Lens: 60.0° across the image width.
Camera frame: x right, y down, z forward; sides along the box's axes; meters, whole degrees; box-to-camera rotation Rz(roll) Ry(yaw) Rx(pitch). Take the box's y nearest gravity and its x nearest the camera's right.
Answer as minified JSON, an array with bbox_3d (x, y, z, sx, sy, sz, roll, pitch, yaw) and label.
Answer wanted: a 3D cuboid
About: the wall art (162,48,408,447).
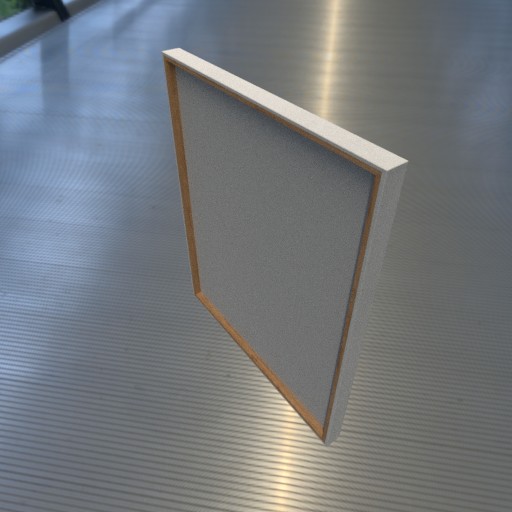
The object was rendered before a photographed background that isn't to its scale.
[{"bbox_3d":[0.000,0.000,0.822,0.037,0.606,0.508,-26,47,-27],"label":"wall art"}]
